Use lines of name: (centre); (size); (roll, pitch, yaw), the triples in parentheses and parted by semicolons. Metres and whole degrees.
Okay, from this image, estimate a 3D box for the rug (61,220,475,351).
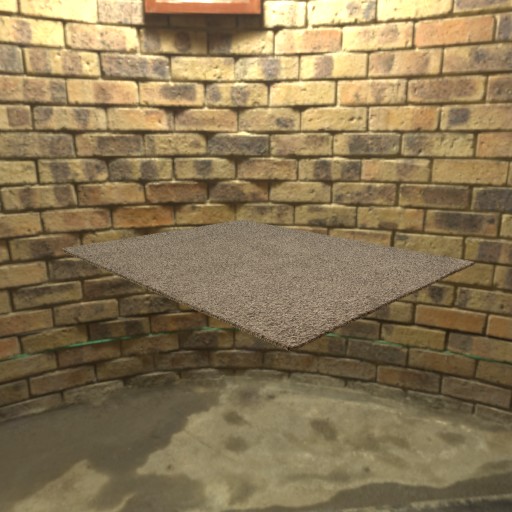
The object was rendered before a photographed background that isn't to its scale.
rug: (0.000, 0.000, 4.136); (2.438, 0.029, 3.047); (-14, 20, -42)
